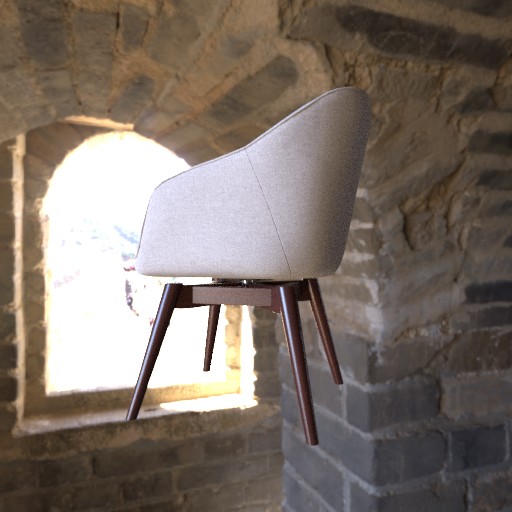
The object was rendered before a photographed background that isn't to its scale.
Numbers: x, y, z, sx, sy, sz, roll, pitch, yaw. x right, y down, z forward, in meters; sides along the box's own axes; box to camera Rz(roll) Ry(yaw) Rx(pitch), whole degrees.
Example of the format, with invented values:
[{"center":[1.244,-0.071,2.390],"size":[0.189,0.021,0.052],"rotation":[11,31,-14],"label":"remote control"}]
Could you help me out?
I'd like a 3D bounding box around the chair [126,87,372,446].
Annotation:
[{"center":[0.000,0.000,1.262],"size":[0.635,0.823,0.596],"rotation":[0,1,18],"label":"chair"}]
